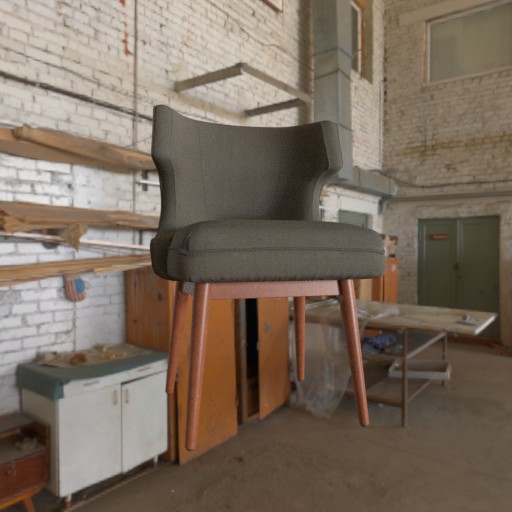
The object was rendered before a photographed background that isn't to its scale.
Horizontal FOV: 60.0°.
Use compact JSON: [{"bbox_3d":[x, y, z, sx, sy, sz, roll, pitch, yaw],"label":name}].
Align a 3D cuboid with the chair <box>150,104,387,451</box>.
[{"bbox_3d":[0.000,0.000,1.257,0.595,0.863,0.581,0,1,-18],"label":"chair"}]
